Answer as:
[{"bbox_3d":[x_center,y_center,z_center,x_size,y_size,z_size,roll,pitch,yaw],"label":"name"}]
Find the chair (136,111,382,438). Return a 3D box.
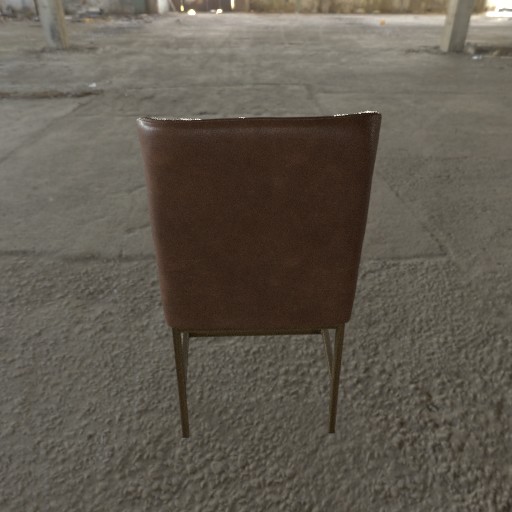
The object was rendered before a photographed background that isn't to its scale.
[{"bbox_3d":[0.000,0.000,1.223,0.508,0.889,0.587,-1,31,-2],"label":"chair"}]
